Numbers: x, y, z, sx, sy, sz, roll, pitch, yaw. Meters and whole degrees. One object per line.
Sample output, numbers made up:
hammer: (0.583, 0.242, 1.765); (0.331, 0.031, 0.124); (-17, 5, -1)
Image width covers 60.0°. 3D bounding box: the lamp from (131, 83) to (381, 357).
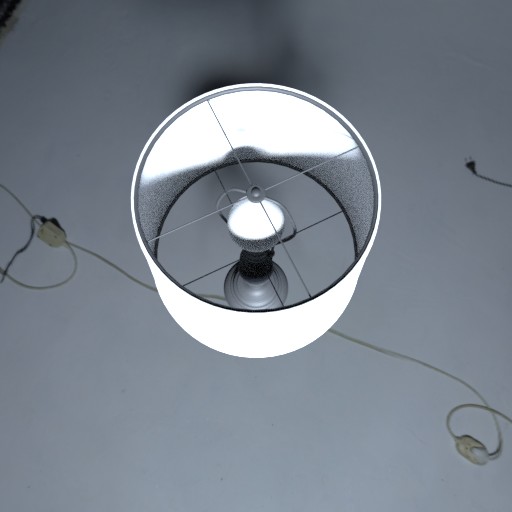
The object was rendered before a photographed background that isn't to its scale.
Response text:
lamp: (0.000, 0.000, 0.689); (0.310, 0.501, 0.310); (0, 75, 0)
